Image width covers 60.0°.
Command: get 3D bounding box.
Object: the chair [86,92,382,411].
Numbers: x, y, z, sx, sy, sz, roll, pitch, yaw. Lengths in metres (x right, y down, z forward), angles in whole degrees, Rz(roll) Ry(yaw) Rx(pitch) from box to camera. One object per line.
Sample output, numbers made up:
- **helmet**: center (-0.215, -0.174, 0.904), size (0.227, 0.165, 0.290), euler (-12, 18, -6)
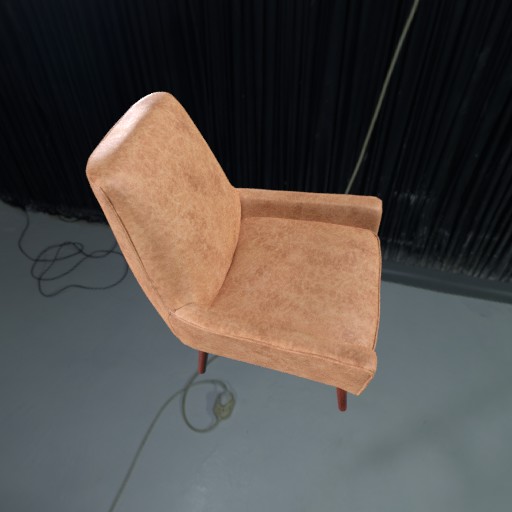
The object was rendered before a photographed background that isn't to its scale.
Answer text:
- **chair**: center (0.000, 0.000, 1.498), size (0.851, 0.883, 0.753), euler (9, 47, 8)
